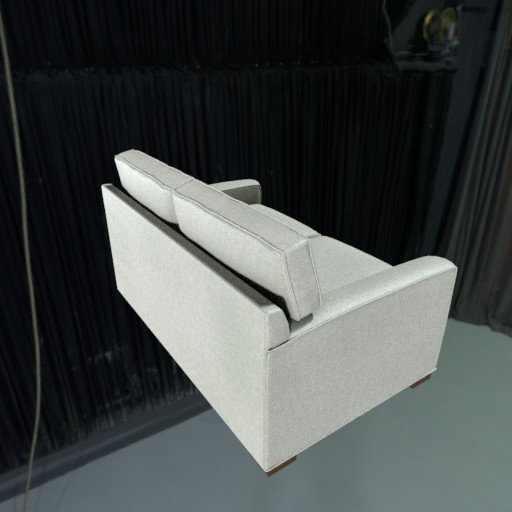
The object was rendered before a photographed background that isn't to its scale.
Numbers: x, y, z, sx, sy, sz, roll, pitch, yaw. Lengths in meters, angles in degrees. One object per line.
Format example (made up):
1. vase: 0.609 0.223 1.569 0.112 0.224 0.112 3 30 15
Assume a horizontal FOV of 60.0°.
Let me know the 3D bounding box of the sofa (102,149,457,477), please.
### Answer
1. sofa: 0.000 0.000 2.096 0.940 0.853 1.484 -17 30 -31
